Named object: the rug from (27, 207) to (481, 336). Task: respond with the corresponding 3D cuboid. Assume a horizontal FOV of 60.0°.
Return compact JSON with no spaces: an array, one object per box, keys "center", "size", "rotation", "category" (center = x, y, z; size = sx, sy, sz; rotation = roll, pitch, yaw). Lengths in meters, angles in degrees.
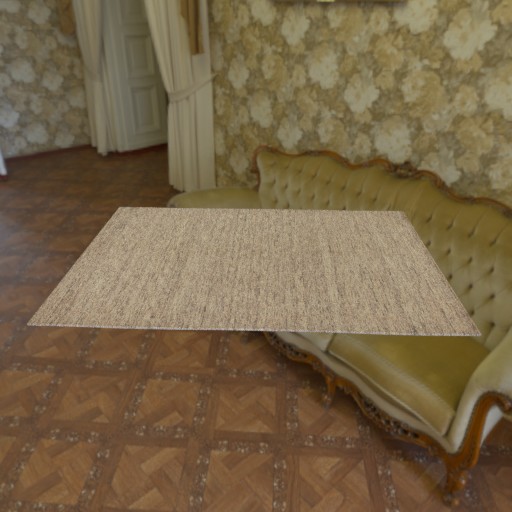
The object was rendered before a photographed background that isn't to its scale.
[{"center":[0.000,0.000,2.893],"size":[2.283,0.013,1.547],"rotation":[1,29,2],"category":"rug"}]
